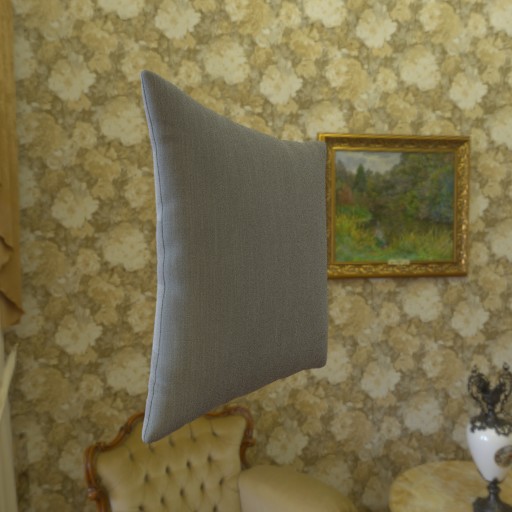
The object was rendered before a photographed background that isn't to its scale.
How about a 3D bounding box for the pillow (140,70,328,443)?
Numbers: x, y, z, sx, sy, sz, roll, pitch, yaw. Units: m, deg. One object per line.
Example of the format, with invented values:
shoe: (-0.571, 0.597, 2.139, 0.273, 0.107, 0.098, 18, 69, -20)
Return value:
pillow: (0.000, 0.000, 0.802, 0.161, 0.509, 0.511, 1, 1, 37)
